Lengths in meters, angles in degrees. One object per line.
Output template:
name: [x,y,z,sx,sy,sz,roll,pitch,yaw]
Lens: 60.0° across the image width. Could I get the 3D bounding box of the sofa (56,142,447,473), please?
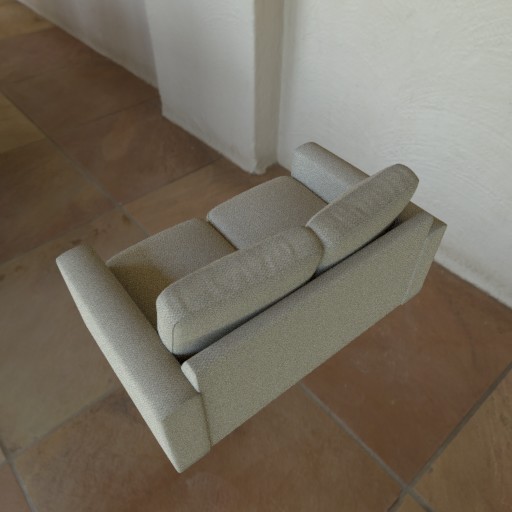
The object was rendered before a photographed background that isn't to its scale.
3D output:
sofa: [0.000,0.000,2.196,1.616,0.873,1.016,-29,53,-25]
